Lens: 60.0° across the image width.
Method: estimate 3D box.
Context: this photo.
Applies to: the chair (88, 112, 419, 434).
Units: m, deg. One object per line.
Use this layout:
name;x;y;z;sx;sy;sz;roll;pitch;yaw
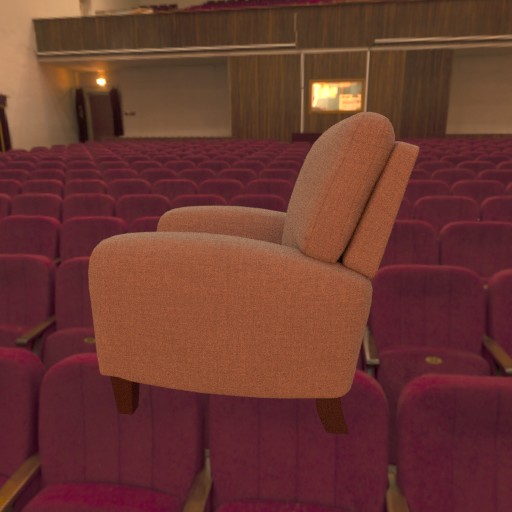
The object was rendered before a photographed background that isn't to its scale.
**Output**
chair;0.000;0.000;1.656;0.990;0.990;0.762;2;15;8
